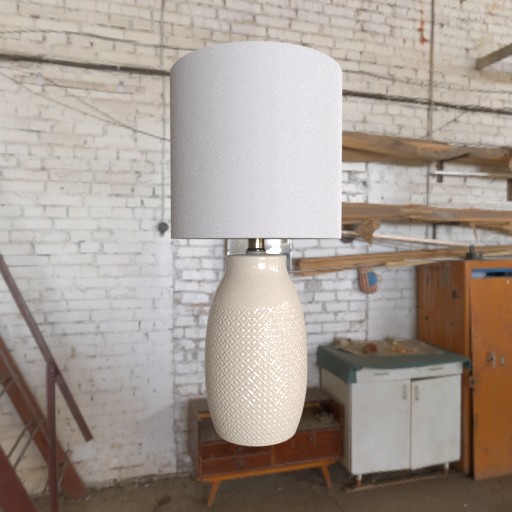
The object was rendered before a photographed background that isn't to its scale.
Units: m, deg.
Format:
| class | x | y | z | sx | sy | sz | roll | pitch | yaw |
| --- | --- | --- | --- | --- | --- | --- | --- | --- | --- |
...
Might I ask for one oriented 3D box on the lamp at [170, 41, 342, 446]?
| class | x | y | z | sx | sy | sz | roll | pitch | yaw |
| --- | --- | --- | --- | --- | --- | --- | --- | --- | --- |
| lamp | 0.000 | 0.000 | 0.574 | 0.217 | 0.453 | 0.217 | 1 | 2 | 19 |
